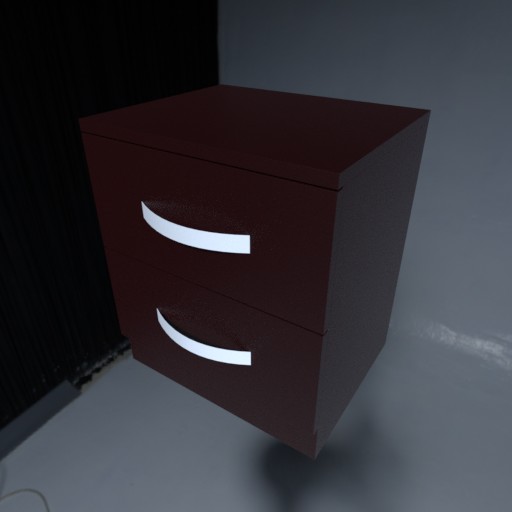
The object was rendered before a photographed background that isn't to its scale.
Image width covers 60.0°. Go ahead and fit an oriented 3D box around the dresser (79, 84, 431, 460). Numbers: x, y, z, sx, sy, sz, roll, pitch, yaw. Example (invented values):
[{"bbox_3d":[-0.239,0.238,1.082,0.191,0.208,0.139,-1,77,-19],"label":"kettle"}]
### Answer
[{"bbox_3d":[0.000,0.000,0.760,0.400,0.470,0.360,19,35,28],"label":"dresser"}]
